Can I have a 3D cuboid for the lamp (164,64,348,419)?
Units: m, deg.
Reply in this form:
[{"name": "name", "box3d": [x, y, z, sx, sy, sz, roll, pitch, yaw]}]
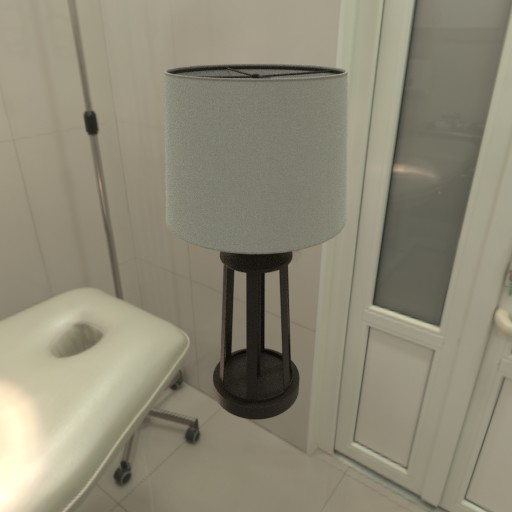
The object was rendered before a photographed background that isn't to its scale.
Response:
[{"name": "lamp", "box3d": [0.000, 0.000, 0.656, 0.251, 0.509, 0.251, 0, 27, 0]}]
